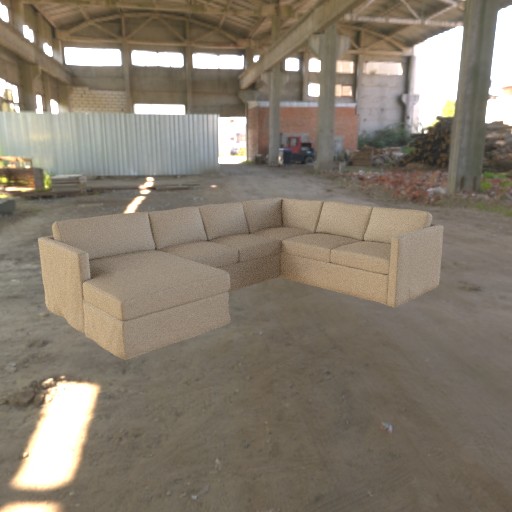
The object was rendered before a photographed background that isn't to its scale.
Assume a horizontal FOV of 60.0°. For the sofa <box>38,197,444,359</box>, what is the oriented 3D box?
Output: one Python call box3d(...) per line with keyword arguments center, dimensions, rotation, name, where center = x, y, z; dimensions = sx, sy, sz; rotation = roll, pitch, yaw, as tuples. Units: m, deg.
box3d(center=(0.000, 0.000, 4.627), dimensions=(3.528, 0.878, 2.476), rotation=(-13, 19, -43), name="sofa")
